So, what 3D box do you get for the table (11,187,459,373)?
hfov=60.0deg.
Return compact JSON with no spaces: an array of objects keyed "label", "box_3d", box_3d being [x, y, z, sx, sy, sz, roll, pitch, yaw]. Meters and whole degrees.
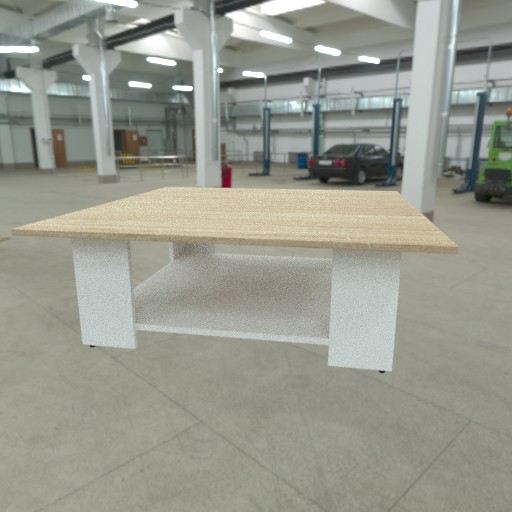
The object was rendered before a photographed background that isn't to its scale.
[{"label":"table","box_3d":[0.000,0.000,1.320,0.890,0.305,0.890,3,15,10]}]
